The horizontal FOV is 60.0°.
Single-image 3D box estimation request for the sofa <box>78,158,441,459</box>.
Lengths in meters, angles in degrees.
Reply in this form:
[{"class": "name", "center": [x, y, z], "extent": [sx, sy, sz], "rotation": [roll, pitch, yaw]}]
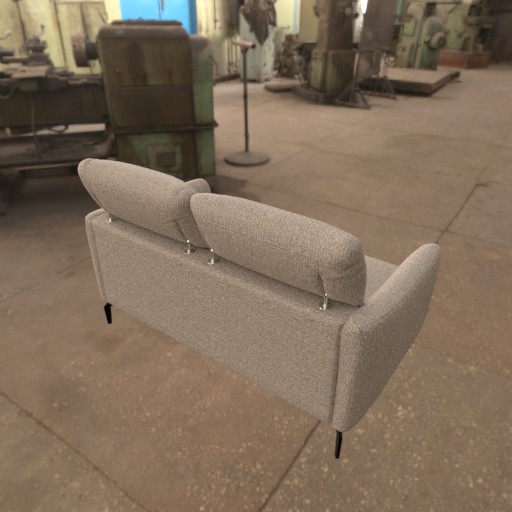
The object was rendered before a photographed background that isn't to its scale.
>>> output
[{"class": "sofa", "center": [0.000, 0.000, 2.141], "extent": [1.540, 0.950, 0.905], "rotation": [20, 36, 31]}]
